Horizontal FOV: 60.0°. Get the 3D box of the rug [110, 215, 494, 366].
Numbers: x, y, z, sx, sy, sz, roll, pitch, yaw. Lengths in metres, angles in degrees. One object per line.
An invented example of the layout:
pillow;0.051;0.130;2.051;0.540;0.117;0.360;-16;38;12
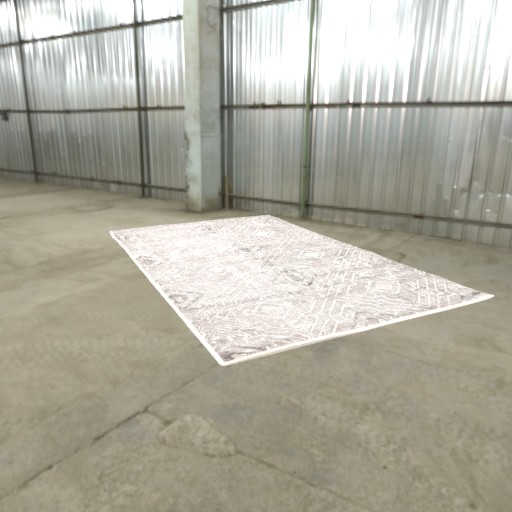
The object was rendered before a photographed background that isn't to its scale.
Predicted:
rug;0.000;0.000;3.009;1.537;0.036;2.447;-8;18;-26
